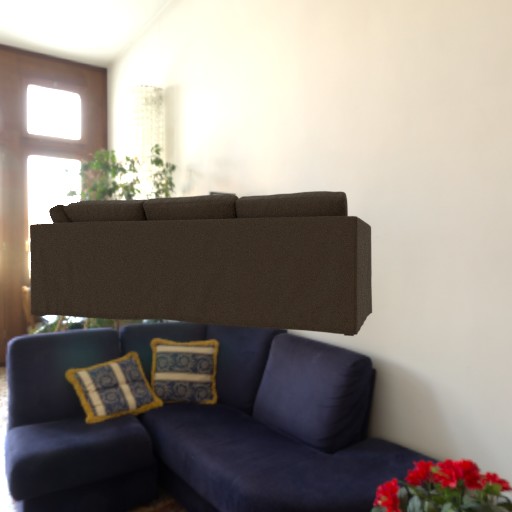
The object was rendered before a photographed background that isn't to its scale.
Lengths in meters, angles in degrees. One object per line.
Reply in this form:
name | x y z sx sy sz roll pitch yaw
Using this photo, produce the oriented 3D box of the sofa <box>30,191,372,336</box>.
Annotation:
sofa | 0.000 0.000 4.557 2.427 0.882 3.460 0 1 19
